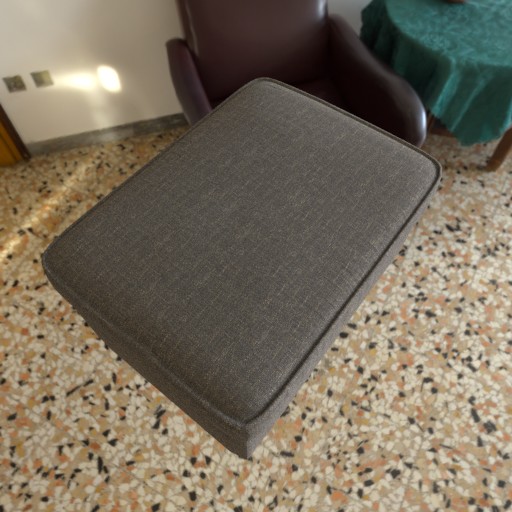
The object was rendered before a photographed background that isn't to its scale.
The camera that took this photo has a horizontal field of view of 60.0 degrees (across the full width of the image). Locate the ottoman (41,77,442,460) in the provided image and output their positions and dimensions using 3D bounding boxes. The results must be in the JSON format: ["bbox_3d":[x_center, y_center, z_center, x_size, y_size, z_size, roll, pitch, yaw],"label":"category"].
[{"bbox_3d":[0.000,0.000,1.077,0.549,0.450,0.749,33,64,19],"label":"ottoman"}]
